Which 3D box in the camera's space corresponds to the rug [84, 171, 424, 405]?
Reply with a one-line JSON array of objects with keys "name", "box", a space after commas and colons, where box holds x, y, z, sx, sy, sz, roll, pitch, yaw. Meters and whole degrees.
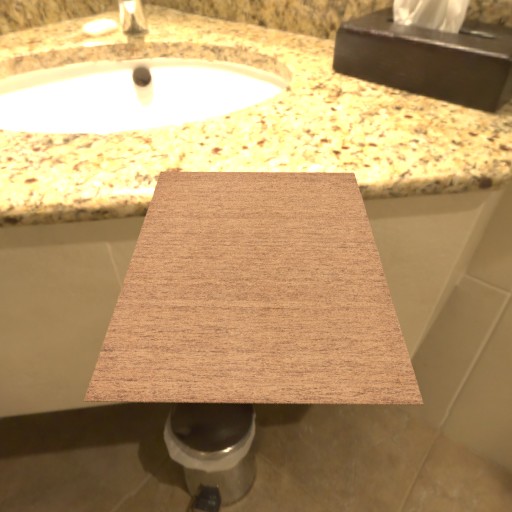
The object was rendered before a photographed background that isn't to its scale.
[{"name": "rug", "box": [0.000, 0.000, 4.386, 2.448, 0.013, 3.205, 0, 41, 0]}]
